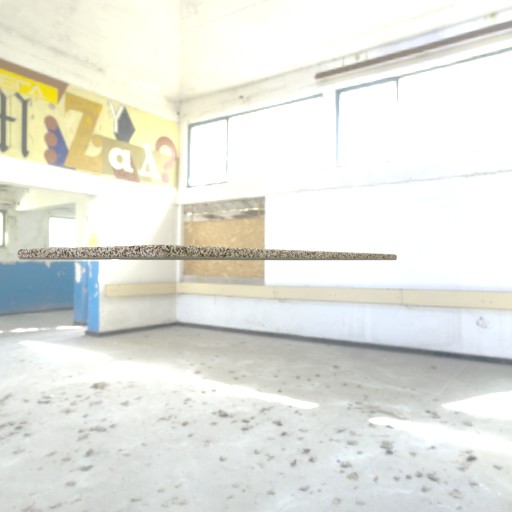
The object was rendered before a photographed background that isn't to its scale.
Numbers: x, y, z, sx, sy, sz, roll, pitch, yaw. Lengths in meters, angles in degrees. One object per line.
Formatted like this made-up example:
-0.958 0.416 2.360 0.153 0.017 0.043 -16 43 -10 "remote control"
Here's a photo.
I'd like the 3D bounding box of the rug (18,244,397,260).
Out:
0.000 0.000 1.715 0.609 0.030 1.524 0 -1 36 "rug"
